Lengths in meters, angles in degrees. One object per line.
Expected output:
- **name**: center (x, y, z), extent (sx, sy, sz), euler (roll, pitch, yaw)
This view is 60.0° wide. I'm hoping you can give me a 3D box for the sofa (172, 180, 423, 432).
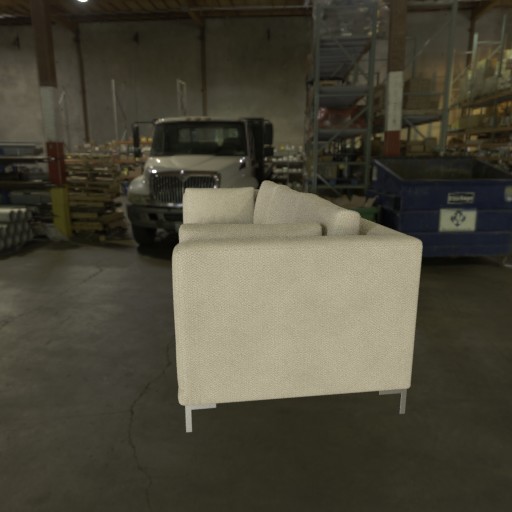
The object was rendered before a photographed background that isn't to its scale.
- **sofa**: center (0.000, 0.000, 2.880), extent (0.969, 0.867, 2.415), euler (-2, 13, -8)
